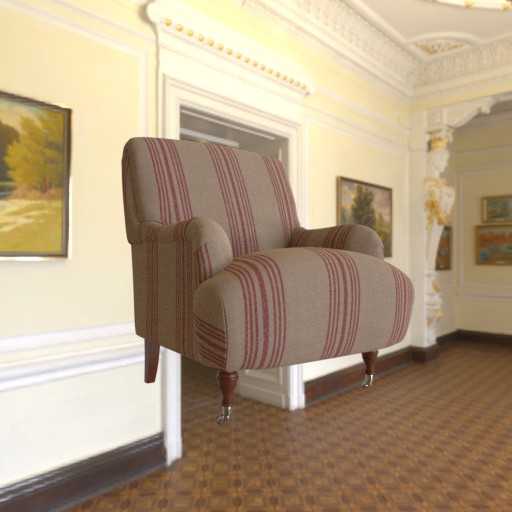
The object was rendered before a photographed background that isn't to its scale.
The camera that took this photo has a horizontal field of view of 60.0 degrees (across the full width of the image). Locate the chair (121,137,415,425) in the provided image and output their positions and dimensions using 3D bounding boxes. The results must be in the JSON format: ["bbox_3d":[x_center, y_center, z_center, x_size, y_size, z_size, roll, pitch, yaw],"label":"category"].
[{"bbox_3d":[0.000,0.000,1.917,0.933,1.123,1.058,0,0,-35],"label":"chair"}]
